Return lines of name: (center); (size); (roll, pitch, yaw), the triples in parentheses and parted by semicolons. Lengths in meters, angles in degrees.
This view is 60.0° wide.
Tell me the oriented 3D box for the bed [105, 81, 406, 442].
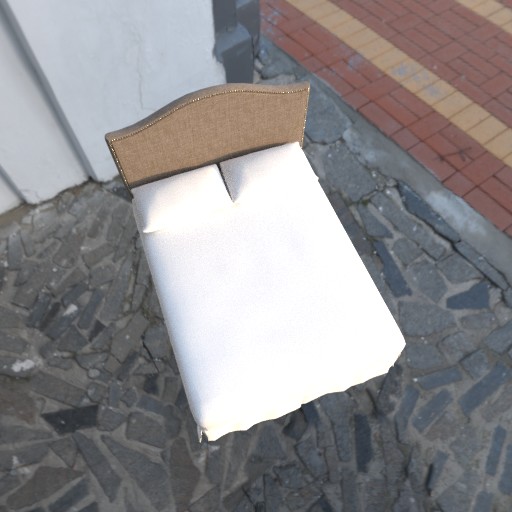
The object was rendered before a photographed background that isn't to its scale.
bed: (0.000, 0.000, 3.426); (1.713, 1.518, 2.153); (-18, 63, -10)
